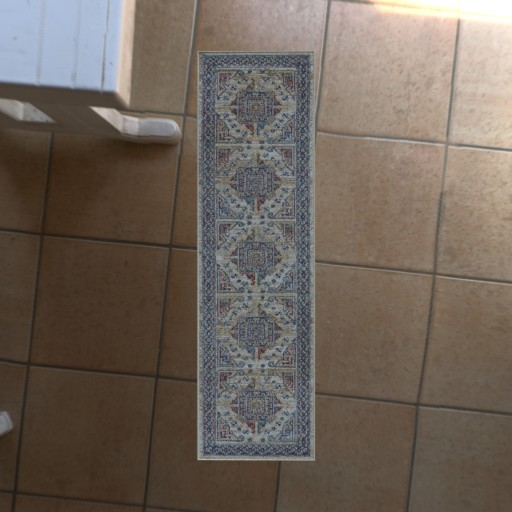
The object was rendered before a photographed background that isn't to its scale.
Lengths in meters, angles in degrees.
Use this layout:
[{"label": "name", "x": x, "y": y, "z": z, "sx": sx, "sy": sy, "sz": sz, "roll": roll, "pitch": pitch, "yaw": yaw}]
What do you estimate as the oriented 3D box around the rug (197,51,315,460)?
[{"label": "rug", "x": 0.000, "y": 0.000, "z": 2.492, "sx": 0.661, "sy": 0.013, "sz": 2.297, "roll": 0, "pitch": 90, "yaw": 0}]
